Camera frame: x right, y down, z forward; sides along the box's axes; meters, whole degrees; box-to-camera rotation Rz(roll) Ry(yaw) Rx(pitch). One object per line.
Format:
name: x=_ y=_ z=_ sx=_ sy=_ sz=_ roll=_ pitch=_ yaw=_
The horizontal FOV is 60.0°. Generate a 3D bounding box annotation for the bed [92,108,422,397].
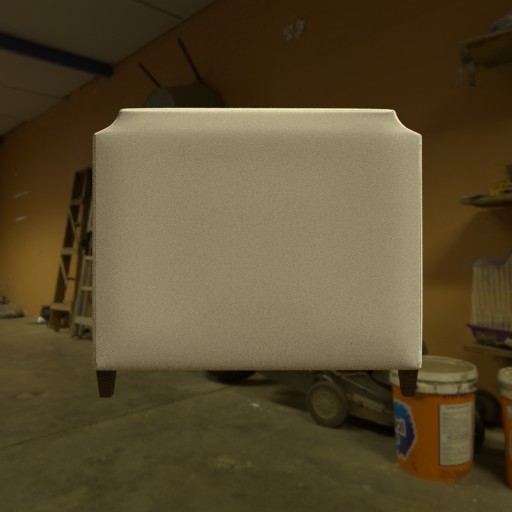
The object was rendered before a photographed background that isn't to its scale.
bed: x=0.000 y=0.000 z=3.428 sx=1.712 sy=1.497 sz=2.372 roll=0 pitch=-1 yaw=0
